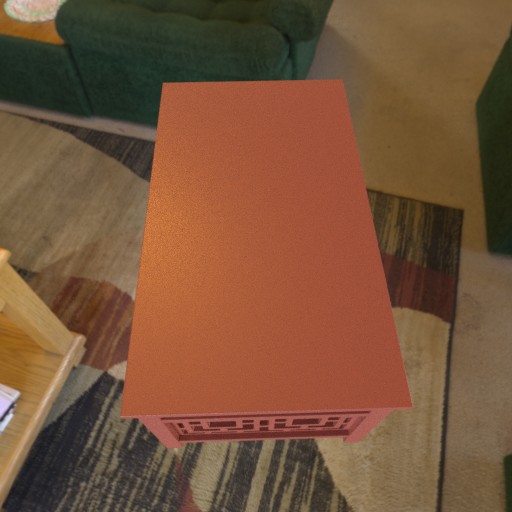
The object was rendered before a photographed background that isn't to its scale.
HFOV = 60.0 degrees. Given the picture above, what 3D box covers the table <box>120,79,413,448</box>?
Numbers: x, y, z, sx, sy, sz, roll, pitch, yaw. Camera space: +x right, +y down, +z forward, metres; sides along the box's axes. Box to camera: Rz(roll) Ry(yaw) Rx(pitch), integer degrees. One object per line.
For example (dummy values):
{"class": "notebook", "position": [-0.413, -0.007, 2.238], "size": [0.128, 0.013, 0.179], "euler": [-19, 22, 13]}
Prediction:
{"class": "table", "position": [0.000, 0.000, 1.398], "size": [0.612, 0.493, 1.068], "euler": [-1, 58, -1]}
